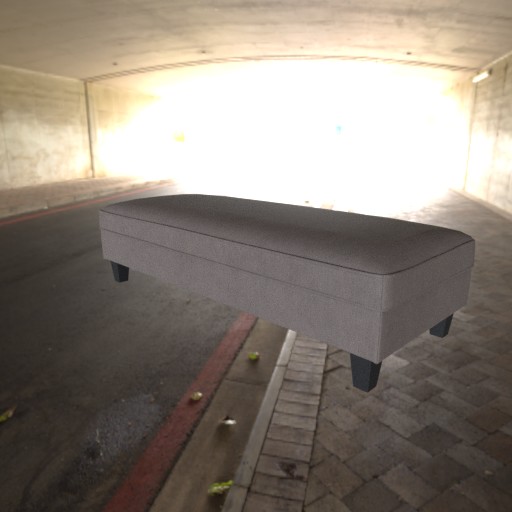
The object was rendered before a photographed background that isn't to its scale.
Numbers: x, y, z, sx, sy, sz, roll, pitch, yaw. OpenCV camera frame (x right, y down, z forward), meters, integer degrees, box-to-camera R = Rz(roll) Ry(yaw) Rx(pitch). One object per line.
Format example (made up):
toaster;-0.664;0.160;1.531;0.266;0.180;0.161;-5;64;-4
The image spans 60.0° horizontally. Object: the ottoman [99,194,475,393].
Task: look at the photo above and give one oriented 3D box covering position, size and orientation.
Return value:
ottoman;0.000;0.000;2.113;0.751;0.470;1.764;-14;20;-43
